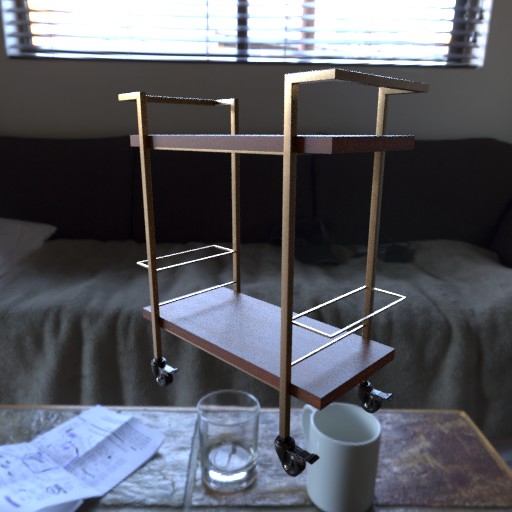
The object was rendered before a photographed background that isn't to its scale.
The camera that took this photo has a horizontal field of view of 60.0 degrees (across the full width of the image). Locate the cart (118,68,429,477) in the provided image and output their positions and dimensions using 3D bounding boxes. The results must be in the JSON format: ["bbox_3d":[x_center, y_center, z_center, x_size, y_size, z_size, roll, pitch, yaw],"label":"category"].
[{"bbox_3d":[0.000,0.000,1.145,0.364,0.807,0.695,-15,21,-43],"label":"cart"}]
